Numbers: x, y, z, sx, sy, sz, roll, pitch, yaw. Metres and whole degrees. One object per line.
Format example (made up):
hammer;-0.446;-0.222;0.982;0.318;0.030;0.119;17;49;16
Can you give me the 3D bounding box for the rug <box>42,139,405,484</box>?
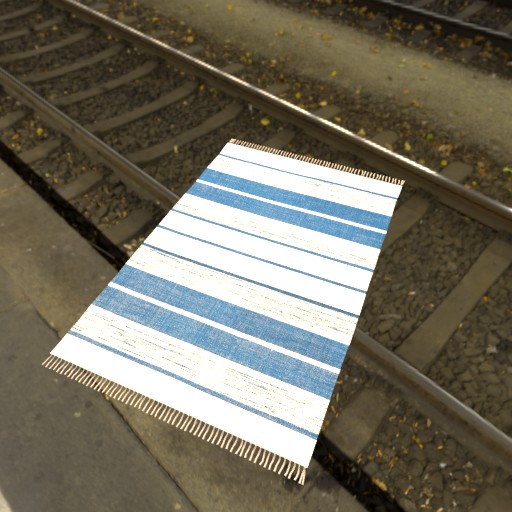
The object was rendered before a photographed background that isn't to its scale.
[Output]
rug;0.000;0.000;2.992;1.532;0.010;2.441;18;50;16
